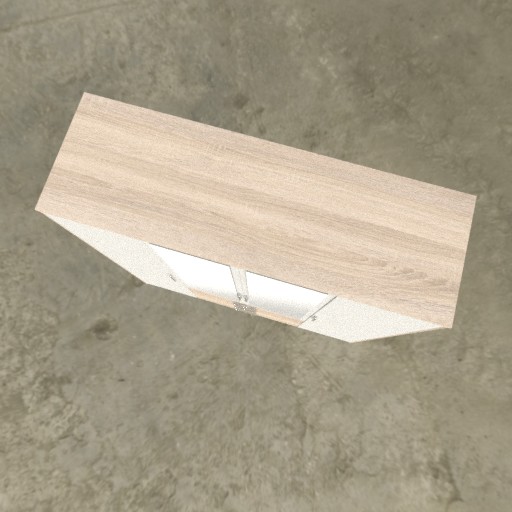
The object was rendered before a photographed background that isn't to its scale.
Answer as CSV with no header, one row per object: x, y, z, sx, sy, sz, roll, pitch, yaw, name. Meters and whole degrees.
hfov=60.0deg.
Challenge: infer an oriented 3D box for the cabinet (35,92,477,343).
0.000,0.000,2.972,1.870,2.060,0.620,16,78,4,cabinet
